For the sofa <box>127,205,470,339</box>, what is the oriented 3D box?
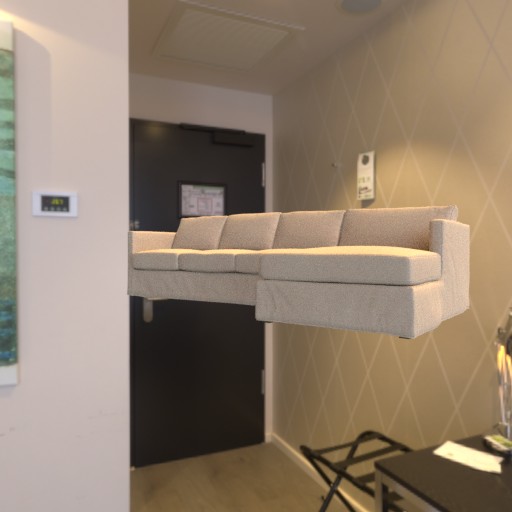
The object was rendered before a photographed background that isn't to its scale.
[{"bbox_3d":[0.000,0.000,3.870,3.206,0.871,1.622,1,1,35],"label":"sofa"}]
